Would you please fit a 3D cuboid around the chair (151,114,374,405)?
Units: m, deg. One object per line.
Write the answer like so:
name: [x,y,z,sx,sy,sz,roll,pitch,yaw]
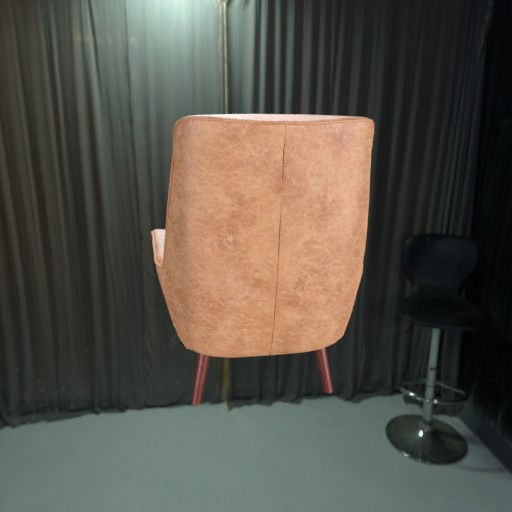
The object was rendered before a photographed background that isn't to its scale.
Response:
chair: [0.000,0.000,1.520,0.753,0.883,0.851,-2,14,-9]
